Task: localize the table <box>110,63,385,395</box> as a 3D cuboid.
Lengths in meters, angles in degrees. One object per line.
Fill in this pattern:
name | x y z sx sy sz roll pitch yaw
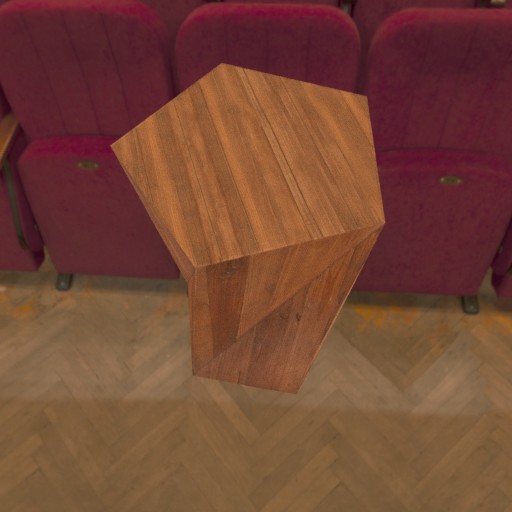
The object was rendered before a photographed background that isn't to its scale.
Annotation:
table | 0.000 0.000 0.922 0.441 0.604 0.425 3 58 2
